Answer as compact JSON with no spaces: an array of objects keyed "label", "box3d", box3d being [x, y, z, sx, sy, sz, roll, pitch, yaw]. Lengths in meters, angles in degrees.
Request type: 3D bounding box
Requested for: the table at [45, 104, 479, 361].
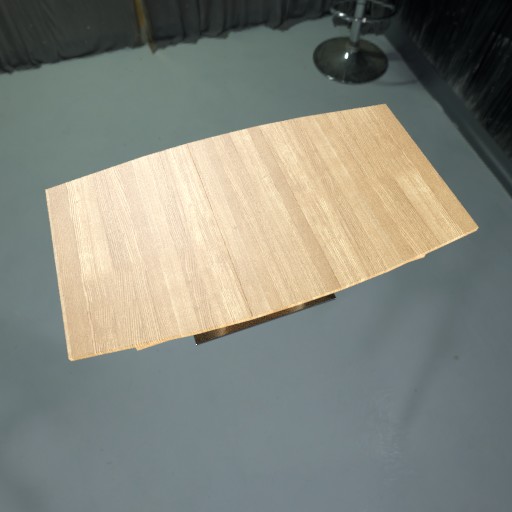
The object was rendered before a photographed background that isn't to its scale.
[{"label":"table","box3d":[0.000,0.000,2.123,1.598,0.748,0.900,-17,60,-10]}]
